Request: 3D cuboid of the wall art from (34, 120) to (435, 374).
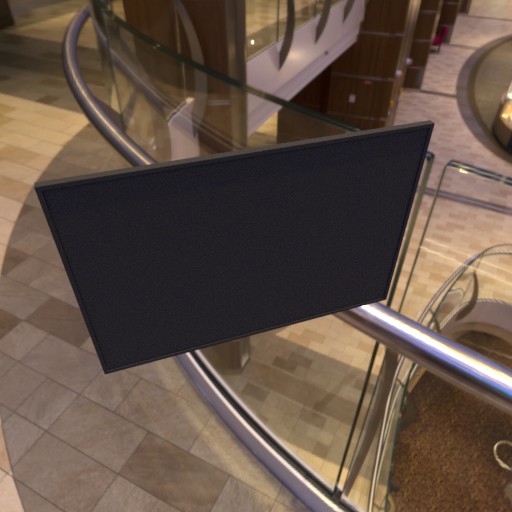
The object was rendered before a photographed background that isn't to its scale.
[{"bbox_3d":[0.000,0.000,1.532,1.190,0.805,0.028,-12,42,-14],"label":"wall art"}]
